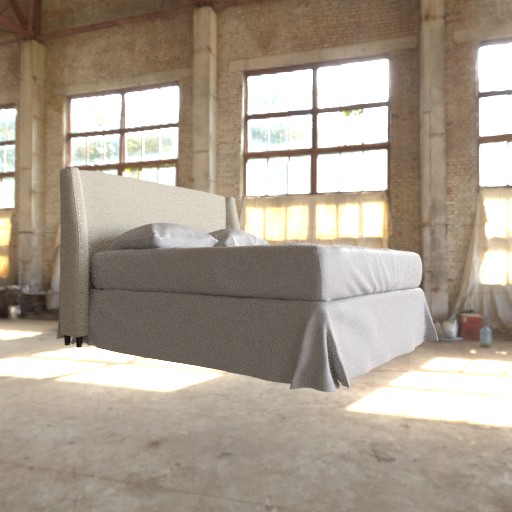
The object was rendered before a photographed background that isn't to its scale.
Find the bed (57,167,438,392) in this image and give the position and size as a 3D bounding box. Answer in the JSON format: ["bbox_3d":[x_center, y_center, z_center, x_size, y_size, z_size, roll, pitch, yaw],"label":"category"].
[{"bbox_3d":[0.000,0.000,3.384,2.276,1.332,1.925,-1,-1,37],"label":"bed"}]
